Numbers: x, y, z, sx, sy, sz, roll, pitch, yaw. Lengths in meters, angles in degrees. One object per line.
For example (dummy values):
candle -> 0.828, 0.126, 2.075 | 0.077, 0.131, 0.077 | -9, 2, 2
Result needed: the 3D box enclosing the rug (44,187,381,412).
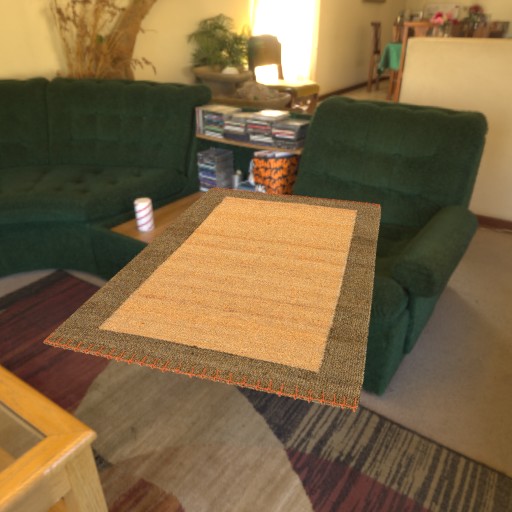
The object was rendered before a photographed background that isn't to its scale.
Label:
rug -> 0.000, 0.000, 2.337 | 1.220, 0.019, 1.838 | 8, 30, 14
